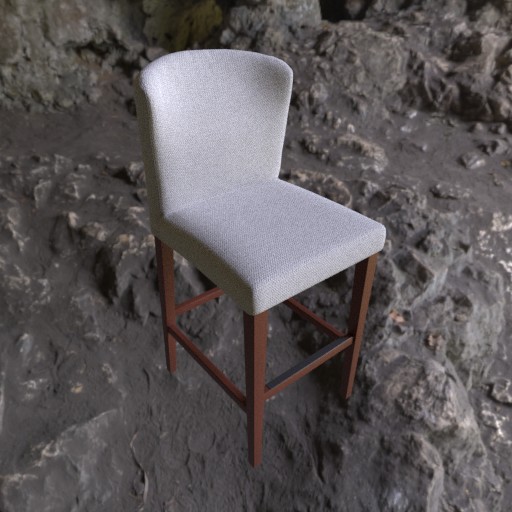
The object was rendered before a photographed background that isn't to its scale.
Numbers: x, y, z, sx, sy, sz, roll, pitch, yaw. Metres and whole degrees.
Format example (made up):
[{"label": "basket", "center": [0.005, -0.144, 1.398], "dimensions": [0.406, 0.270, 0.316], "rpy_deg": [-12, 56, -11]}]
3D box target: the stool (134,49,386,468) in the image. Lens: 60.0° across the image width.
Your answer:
[{"label": "stool", "center": [0.000, 0.000, 1.316], "dimensions": [0.481, 1.069, 0.568], "rpy_deg": [-23, 39, -32]}]
